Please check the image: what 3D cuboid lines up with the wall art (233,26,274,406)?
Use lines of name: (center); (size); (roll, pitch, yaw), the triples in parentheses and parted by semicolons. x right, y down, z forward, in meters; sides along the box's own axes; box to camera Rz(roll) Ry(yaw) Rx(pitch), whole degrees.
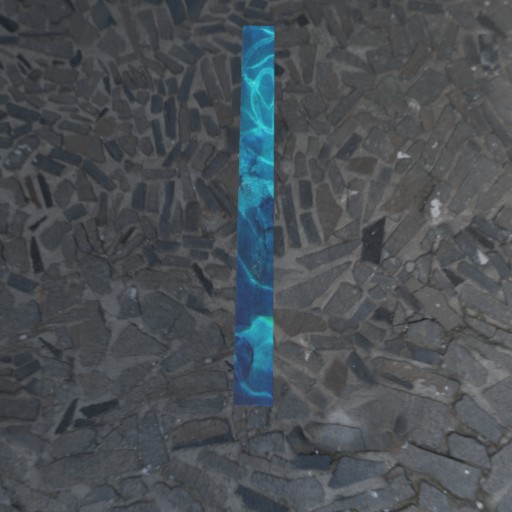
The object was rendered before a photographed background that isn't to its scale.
wall art: (0.000, 0.000, 0.718); (0.038, 0.508, 0.432); (1, 75, 0)
